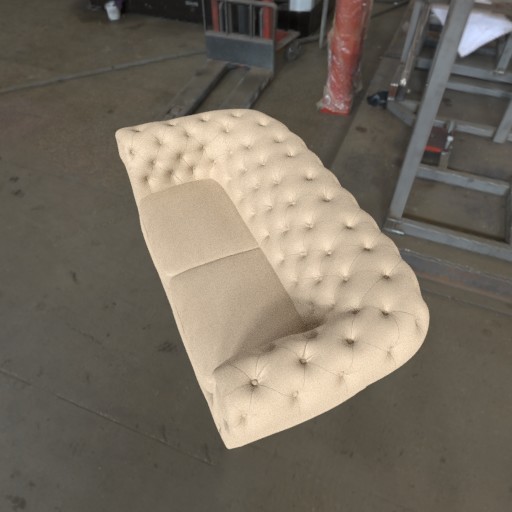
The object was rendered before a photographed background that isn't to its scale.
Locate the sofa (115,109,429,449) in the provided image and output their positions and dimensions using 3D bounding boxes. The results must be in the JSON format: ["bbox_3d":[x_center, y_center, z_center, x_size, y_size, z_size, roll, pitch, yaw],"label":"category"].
[{"bbox_3d":[0.000,0.000,2.471,1.069,0.835,1.988,-18,50,-16],"label":"sofa"}]
